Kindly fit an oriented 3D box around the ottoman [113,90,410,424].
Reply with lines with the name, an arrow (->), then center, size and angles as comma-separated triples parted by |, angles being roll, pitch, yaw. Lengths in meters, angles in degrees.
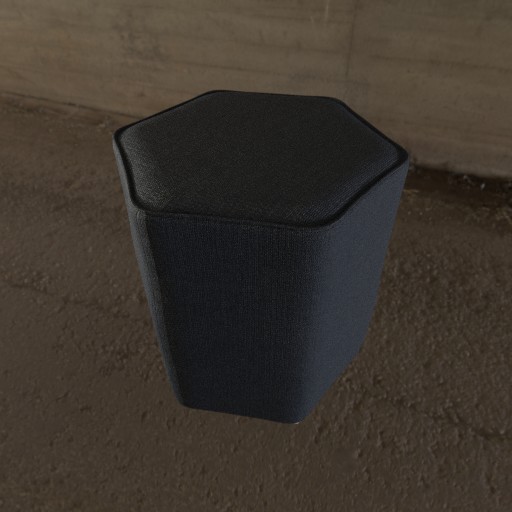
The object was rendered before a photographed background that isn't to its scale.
ottoman -> 0.000, 0.000, 0.876 | 0.454, 0.505, 0.492 | -11, 42, -12
